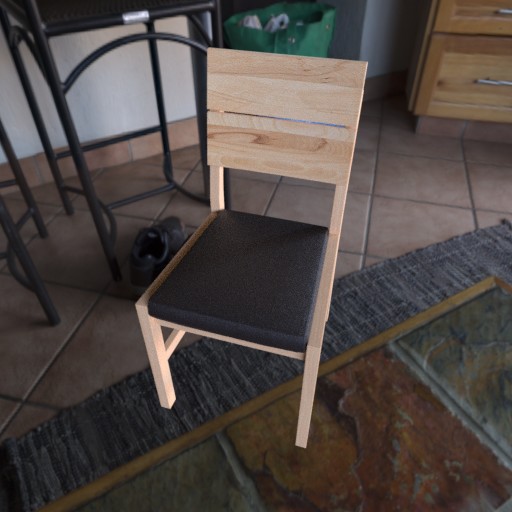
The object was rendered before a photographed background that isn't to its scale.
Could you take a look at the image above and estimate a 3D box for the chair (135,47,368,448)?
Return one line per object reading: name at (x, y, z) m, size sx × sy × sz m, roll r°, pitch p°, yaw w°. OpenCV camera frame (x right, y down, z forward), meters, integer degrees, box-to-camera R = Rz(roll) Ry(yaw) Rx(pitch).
chair at (0.000, 0.000, 1.266) m, size 0.475 × 0.950 × 0.560 m, roll 11°, pitch 42°, yaw 13°
